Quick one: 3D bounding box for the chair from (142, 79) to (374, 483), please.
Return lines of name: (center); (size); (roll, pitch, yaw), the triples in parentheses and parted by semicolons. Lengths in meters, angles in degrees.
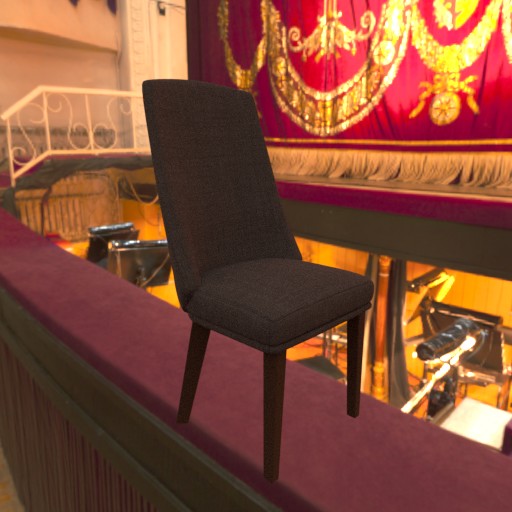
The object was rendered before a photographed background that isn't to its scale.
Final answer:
chair: (0.000, 0.000, 1.342); (0.577, 1.050, 0.510); (13, 19, 43)
